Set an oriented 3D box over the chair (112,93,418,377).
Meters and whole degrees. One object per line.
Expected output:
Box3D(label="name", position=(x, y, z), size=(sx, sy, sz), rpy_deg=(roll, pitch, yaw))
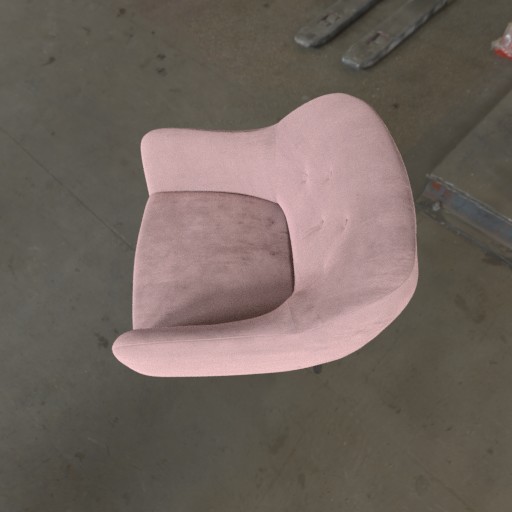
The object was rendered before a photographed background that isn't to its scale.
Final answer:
Box3D(label="chair", position=(0.000, 0.000, 1.512), size=(0.820, 0.820, 0.840), rpy_deg=(-2, 58, -1))
